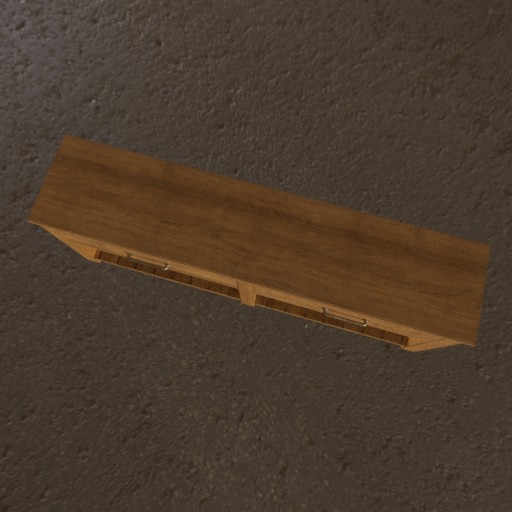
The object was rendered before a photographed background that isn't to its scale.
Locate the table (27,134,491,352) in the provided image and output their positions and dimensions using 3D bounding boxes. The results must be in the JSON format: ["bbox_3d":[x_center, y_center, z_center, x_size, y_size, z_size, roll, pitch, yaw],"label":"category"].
[{"bbox_3d":[0.000,0.000,2.073,1.815,0.635,0.425,15,75,4],"label":"table"}]
